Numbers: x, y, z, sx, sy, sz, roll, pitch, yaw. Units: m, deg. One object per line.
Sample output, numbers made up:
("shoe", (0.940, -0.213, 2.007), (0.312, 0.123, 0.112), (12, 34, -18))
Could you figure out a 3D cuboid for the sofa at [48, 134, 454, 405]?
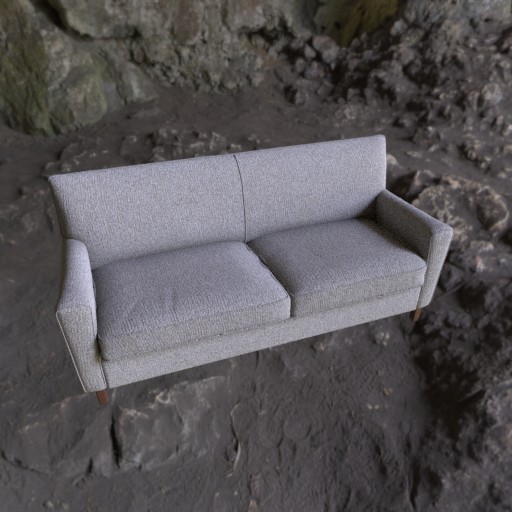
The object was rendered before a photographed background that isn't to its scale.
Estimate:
("sofa", (0.000, 0.000, 2.481), (2.026, 0.942, 0.854), (-11, 35, -16))
